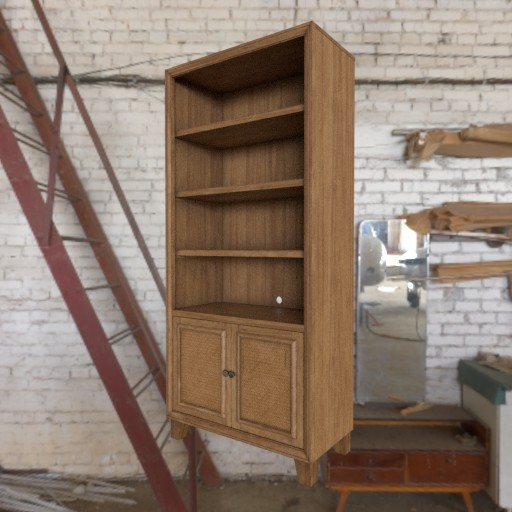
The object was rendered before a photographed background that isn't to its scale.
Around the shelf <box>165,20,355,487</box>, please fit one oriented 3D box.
[{"bbox_3d":[0.000,0.000,2.242,0.864,1.930,0.453,1,1,36],"label":"shelf"}]
